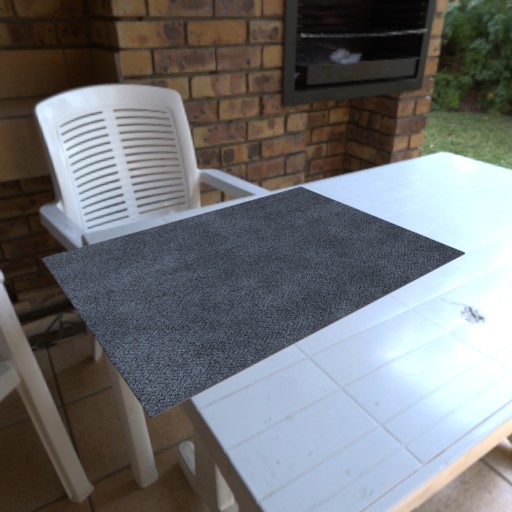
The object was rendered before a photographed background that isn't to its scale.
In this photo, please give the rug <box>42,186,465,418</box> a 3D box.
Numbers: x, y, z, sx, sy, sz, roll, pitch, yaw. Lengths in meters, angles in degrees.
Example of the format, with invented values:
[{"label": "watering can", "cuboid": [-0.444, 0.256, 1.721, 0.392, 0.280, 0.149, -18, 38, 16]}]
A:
[{"label": "rug", "cuboid": [0.000, 0.000, 2.867, 2.235, 0.008, 1.600, -20, 34, -32]}]
